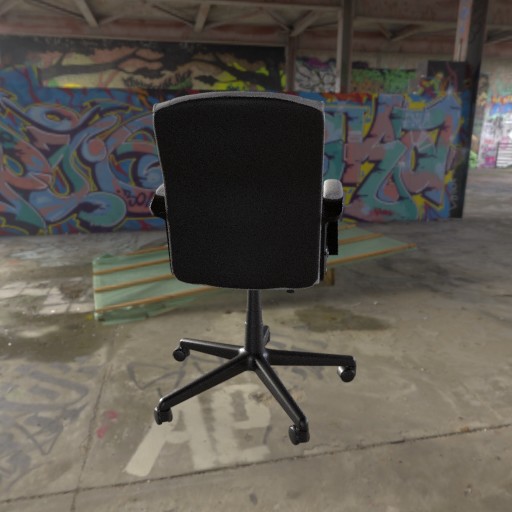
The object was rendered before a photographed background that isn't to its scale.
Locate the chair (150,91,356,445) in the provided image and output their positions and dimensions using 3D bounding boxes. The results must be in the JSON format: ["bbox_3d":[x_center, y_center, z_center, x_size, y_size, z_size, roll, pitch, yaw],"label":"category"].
[{"bbox_3d":[0.000,0.000,1.521,0.739,1.004,0.717,2,15,8],"label":"chair"}]
